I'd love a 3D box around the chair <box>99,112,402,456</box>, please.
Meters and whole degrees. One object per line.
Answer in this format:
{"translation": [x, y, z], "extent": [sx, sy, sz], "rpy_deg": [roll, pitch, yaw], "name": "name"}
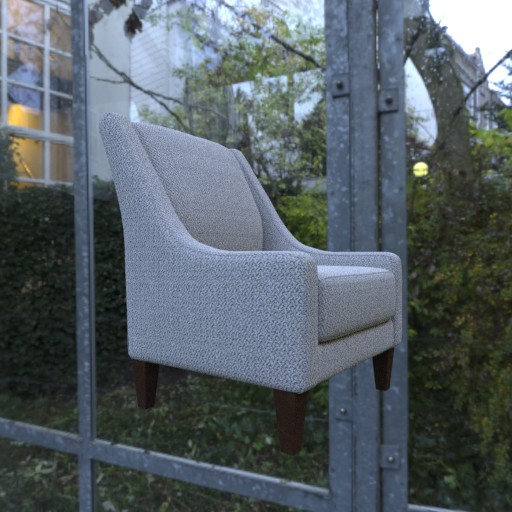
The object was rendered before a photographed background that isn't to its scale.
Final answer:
{"translation": [0.000, 0.000, 1.629], "extent": [0.870, 1.014, 0.774], "rpy_deg": [0, 0, 36], "name": "chair"}
